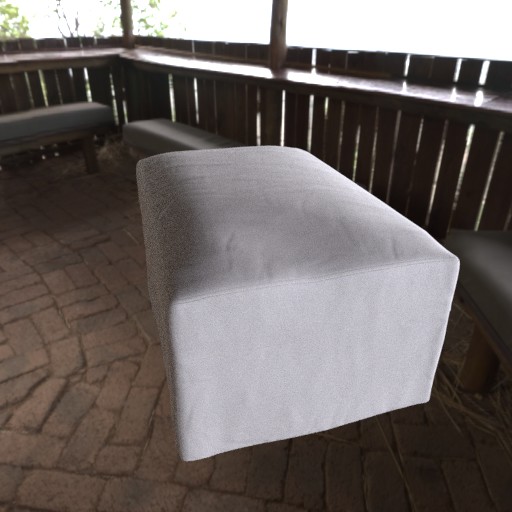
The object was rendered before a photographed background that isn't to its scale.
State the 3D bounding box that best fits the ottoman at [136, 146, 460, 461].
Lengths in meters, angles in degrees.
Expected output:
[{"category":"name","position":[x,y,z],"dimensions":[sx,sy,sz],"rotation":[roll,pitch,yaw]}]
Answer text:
[{"category":"ottoman","position":[0.000,0.000,1.206],"dimensions":[0.590,0.444,0.872],"rotation":[-8,30,-15]}]
